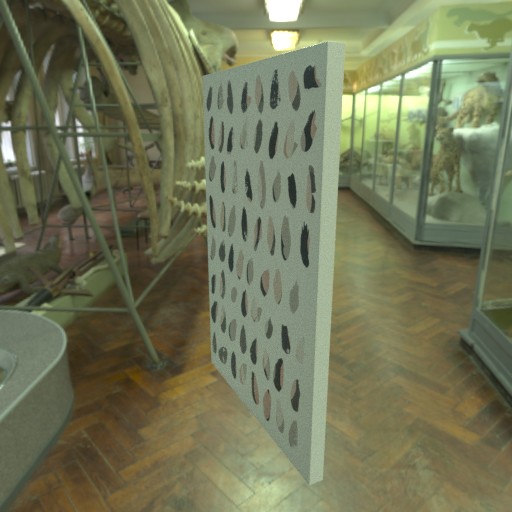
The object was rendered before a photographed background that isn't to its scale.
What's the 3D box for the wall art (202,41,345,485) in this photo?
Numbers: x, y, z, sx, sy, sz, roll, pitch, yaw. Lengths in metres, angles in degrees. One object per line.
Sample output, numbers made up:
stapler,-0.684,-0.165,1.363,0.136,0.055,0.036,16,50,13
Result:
wall art,0.000,0.000,0.757,0.025,0.608,0.405,-8,18,-26
